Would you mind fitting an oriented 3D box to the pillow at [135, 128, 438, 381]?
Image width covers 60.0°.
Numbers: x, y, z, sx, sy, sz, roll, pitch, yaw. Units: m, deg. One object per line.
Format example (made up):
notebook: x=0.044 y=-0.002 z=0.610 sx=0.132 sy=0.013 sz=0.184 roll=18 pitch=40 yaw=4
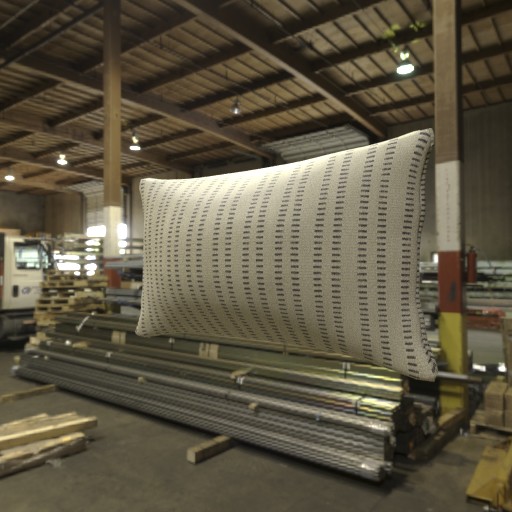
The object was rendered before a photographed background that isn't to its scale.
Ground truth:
pillow: x=0.000 y=0.000 z=0.810 sx=0.640 sy=0.353 sz=0.210 roll=-1 pitch=-1 yaw=37
